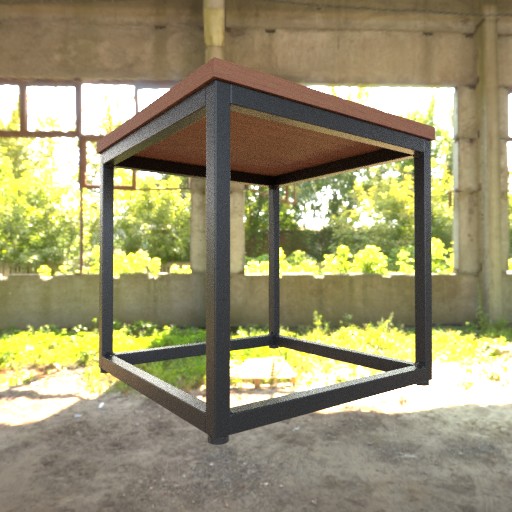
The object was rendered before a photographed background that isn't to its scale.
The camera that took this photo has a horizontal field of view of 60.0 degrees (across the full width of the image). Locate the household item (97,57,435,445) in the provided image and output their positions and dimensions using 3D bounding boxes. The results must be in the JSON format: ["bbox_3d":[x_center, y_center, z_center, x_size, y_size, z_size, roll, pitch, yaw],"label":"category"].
[{"bbox_3d":[0.000,0.000,0.731,0.400,0.400,0.400,1,-1,-36],"label":"household item"}]
